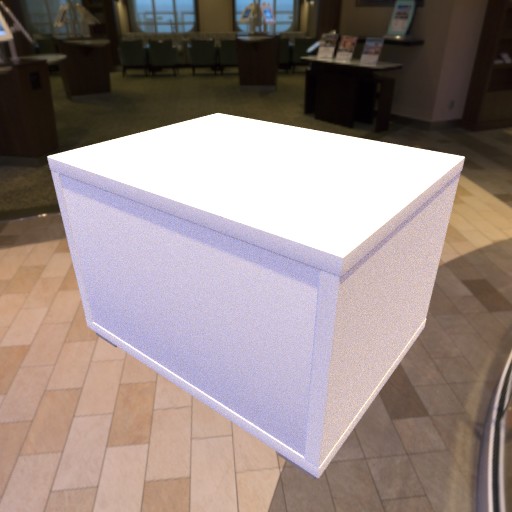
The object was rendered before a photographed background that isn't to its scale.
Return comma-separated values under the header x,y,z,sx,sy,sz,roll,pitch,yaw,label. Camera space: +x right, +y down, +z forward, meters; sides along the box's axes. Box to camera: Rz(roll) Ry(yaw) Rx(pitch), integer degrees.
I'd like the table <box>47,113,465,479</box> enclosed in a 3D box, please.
x,y,z,sx,sy,sz,roll,pitch,yaw,label
0.000,0.000,0.780,0.517,0.357,0.399,21,36,32,table
